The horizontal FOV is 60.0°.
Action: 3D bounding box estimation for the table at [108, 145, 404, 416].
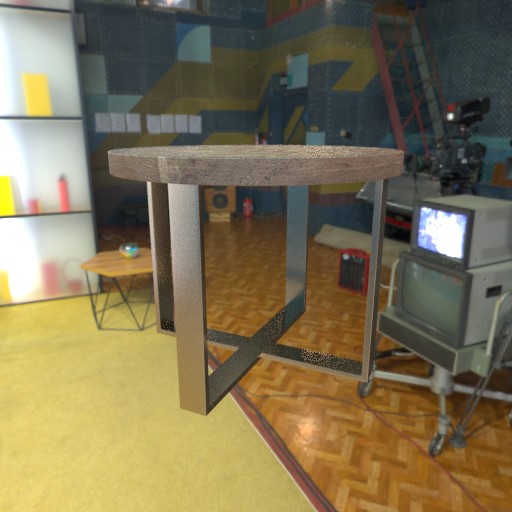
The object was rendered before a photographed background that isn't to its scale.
[{"bbox_3d":[0.000,0.000,0.935,0.557,0.437,0.557,0,16,0],"label":"table"}]
